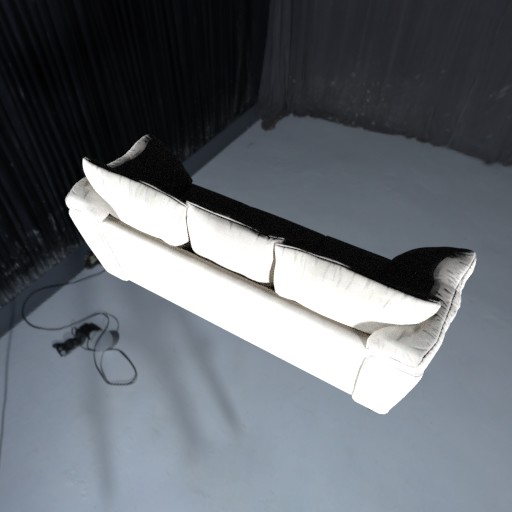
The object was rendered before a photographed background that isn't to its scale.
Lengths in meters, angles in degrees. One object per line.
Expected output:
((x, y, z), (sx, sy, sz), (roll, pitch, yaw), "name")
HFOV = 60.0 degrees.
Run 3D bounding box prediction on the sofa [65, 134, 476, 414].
((0.000, 0.000, 2.775), (2.334, 0.996, 0.878), (24, 51, 20), "sofa")
